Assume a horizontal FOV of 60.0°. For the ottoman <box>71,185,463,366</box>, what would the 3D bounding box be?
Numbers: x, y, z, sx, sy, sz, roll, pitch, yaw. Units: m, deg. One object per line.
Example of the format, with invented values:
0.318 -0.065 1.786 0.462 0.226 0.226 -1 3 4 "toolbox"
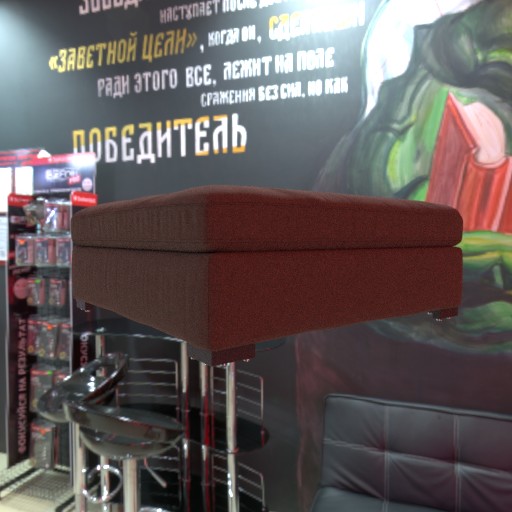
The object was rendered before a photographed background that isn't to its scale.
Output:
0.000 0.000 1.830 1.181 0.470 1.181 -2 3 -37 "ottoman"
